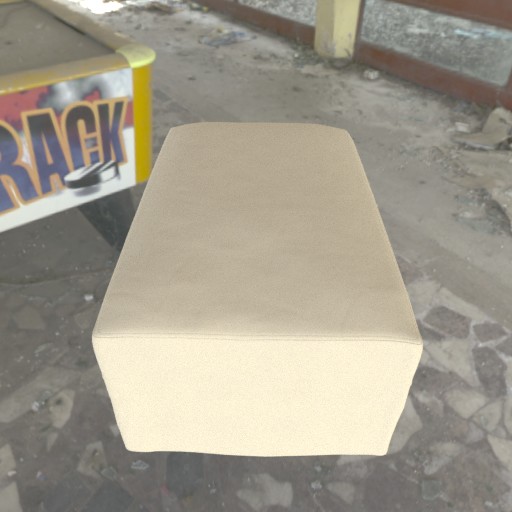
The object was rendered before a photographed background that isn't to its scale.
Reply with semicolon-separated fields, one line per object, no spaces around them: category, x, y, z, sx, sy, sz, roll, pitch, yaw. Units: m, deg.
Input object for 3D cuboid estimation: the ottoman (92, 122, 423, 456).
ottoman;0.000;0.000;1.159;0.590;0.444;0.872;0;40;1
